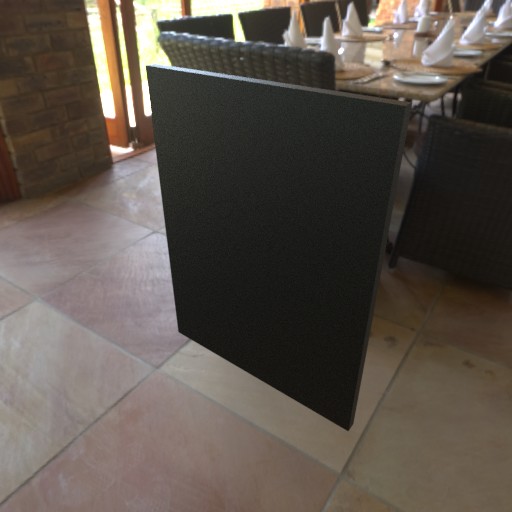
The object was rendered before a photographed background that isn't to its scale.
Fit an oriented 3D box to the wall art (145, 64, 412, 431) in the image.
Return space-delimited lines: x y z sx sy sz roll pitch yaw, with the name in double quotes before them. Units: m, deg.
"wall art" 0.000 0.000 1.419 0.806 1.062 0.038 22 39 31
